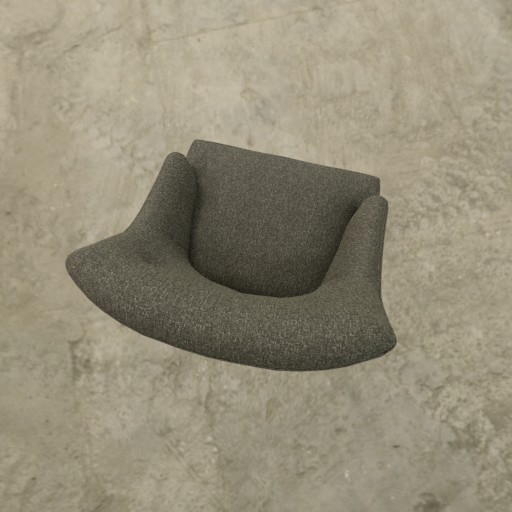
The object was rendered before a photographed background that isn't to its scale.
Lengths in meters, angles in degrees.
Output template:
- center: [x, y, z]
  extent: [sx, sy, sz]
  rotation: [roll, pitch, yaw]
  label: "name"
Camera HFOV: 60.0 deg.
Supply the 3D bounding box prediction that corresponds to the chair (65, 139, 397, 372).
- center: [0.000, 0.000, 1.564]
  extent: [0.864, 0.856, 0.923]
  rotation: [13, 64, 7]
  label: "chair"
